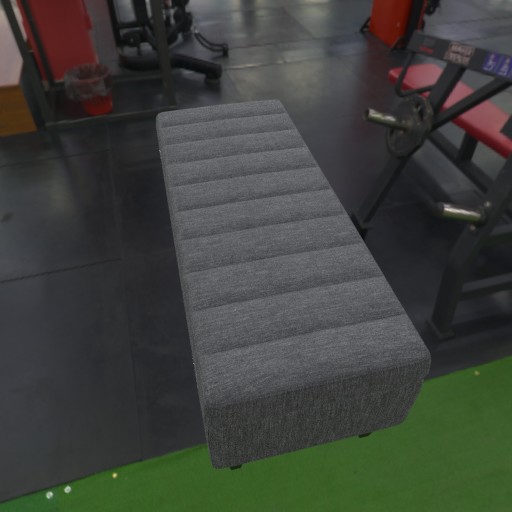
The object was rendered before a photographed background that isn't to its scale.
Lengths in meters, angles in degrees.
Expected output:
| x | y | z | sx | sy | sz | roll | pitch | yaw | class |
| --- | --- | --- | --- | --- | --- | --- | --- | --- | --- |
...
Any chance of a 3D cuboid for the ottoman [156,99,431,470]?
| x | y | z | sx | sy | sz | roll | pitch | yaw | class |
| --- | --- | --- | --- | --- | --- | --- | --- | --- | --- |
| 0.000 | 0.000 | 1.380 | 0.482 | 0.469 | 1.151 | -10 | 46 | -9 | ottoman |
